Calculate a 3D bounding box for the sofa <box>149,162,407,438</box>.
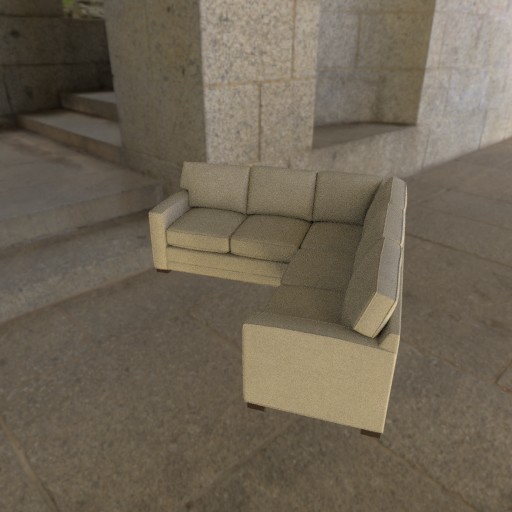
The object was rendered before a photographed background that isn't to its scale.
[{"bbox_3d":[0.000,0.000,3.474,2.188,0.936,2.211,8,27,15],"label":"sofa"}]
